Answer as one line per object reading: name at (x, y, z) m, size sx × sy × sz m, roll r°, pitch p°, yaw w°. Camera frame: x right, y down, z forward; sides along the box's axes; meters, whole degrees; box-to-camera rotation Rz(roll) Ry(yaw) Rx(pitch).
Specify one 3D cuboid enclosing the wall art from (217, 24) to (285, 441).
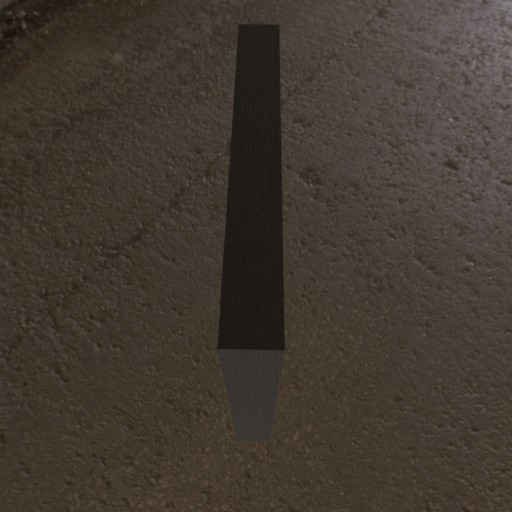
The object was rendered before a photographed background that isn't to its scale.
wall art at (0.000, 0.000, 0.446) m, size 0.036 × 0.300 × 0.302 m, roll 1°, pitch 59°, yaw 1°
